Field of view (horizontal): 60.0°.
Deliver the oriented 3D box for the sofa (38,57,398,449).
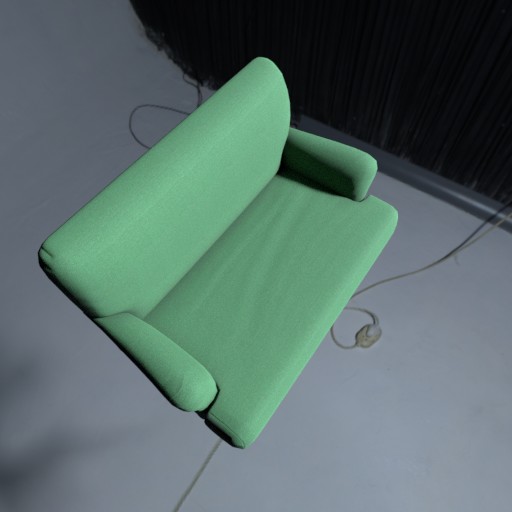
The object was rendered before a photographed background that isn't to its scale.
[{"bbox_3d":[0.000,0.000,1.793,0.779,0.889,1.297,31,63,18],"label":"sofa"}]
